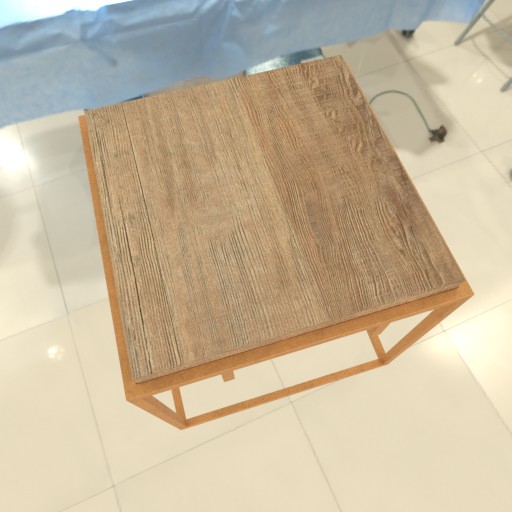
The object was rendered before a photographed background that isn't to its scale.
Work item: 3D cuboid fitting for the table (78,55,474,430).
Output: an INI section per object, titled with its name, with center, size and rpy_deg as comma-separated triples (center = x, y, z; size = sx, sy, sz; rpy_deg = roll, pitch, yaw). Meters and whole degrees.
[table]
center = 0.000, 0.000, 1.079
size = 0.599, 0.584, 0.599
rpy_deg = -15, 65, -7
